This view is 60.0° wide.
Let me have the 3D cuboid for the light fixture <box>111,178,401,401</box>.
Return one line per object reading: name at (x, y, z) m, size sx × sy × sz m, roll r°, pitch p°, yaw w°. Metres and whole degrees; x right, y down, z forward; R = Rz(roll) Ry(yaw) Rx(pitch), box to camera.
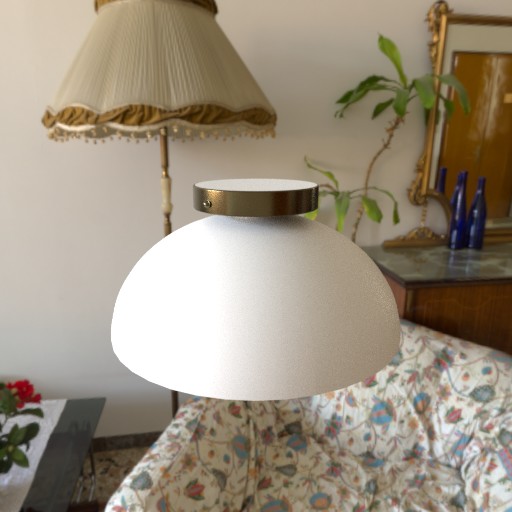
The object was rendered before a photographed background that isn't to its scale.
light fixture at (0.000, 0.000, 0.549) m, size 0.355 × 0.177 × 0.355 m, roll 0°, pitch 15°, yaw 0°
